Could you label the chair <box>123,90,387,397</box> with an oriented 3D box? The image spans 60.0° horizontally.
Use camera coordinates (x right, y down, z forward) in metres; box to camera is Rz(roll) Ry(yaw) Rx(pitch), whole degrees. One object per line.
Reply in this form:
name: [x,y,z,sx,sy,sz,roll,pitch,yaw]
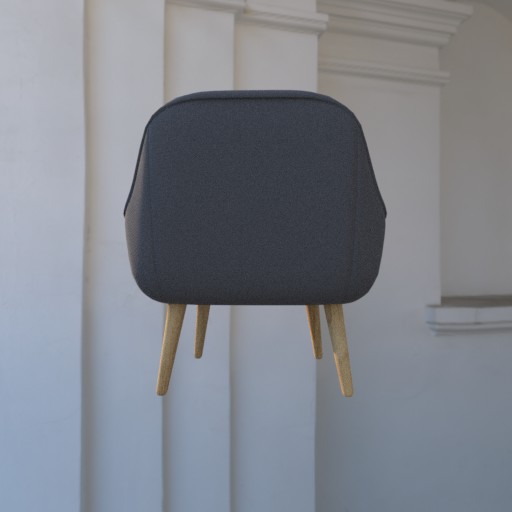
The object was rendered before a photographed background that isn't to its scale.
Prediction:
chair: [0.000,0.000,1.445,0.770,0.800,0.779,0,-1,1]
